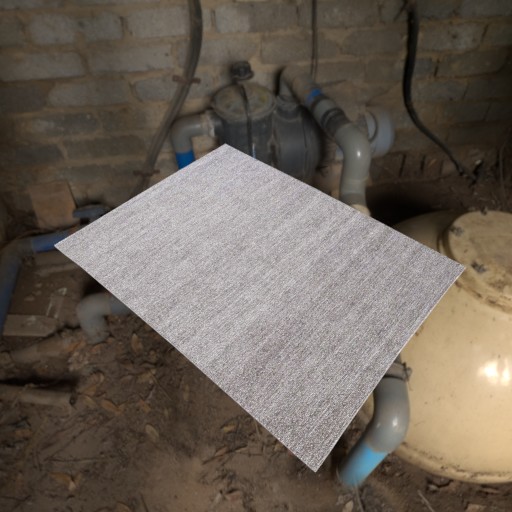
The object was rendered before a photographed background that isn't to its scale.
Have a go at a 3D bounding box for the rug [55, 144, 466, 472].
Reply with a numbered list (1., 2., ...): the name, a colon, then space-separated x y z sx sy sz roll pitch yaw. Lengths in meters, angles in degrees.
1. rug: 0.000 0.000 4.291 3.202 0.045 2.434 33 55 27
